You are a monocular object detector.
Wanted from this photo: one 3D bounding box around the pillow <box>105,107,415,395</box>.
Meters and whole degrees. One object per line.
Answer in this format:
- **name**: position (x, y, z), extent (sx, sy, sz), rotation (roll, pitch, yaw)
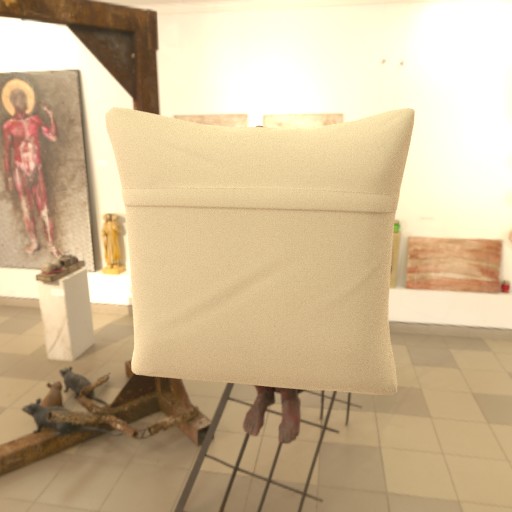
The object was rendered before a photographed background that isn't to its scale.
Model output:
- **pillow**: position (0.000, 0.000, 0.732), extent (0.484, 0.470, 0.192), rotation (2, 15, 9)
